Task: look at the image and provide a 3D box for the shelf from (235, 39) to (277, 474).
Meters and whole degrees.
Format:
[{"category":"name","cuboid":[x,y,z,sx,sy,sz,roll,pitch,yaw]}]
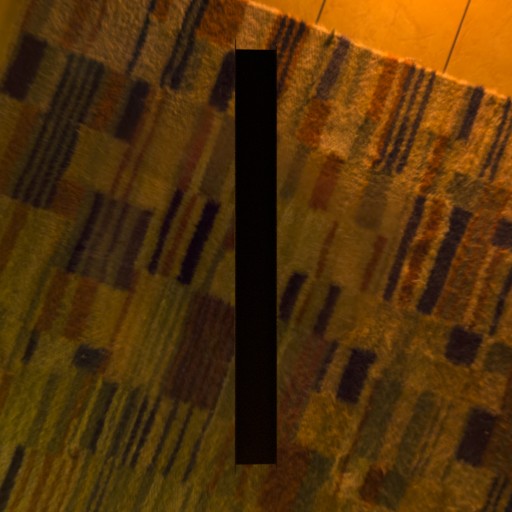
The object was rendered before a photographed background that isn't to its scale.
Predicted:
[{"category":"shelf","cuboid":[0.000,0.000,0.964,0.092,0.049,0.924,0,89,-2]}]
